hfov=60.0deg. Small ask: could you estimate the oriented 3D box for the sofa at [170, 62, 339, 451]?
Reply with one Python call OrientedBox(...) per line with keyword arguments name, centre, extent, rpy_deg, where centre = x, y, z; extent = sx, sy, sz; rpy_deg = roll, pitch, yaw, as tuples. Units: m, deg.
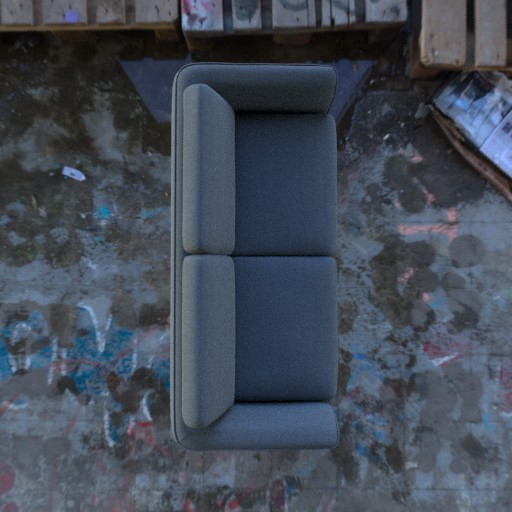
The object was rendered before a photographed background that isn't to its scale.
OrientedBox(name="sofa", centre=(0.000, 0.000, 2.464), extent=(0.920, 0.850, 2.000), rpy_deg=(0, 89, -1))
